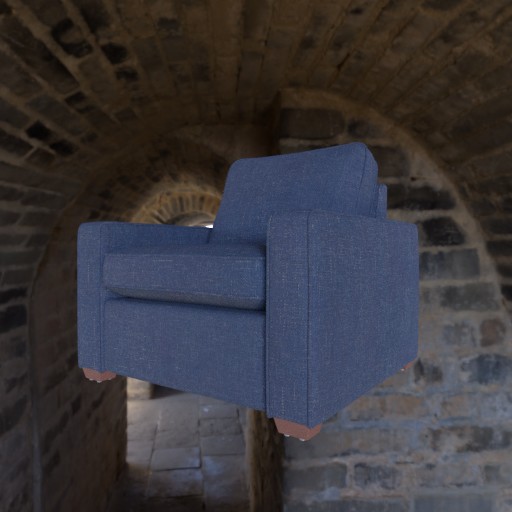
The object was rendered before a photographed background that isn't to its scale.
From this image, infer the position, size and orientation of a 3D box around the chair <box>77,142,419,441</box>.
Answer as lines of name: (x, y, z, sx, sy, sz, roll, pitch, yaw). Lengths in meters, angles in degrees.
chair: (0.000, 0.000, 1.729, 1.017, 0.919, 0.940, 1, 1, 36)
